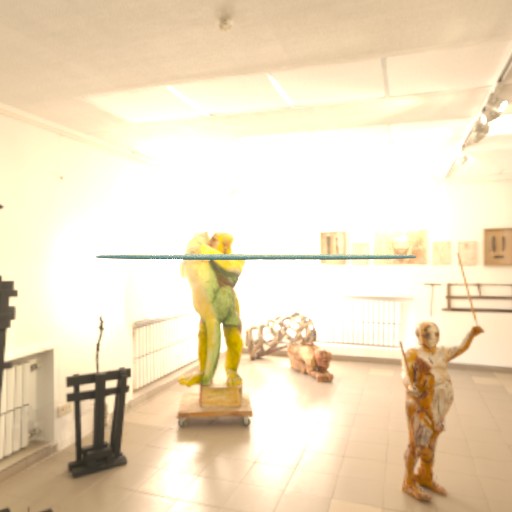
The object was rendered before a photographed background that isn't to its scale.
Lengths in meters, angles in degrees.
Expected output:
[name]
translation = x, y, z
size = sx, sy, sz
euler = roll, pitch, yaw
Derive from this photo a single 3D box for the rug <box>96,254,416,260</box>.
[rug]
translation = 0.000, 0.000, 2.341
size = 1.593, 0.012, 1.593
euler = 0, 1, 0
